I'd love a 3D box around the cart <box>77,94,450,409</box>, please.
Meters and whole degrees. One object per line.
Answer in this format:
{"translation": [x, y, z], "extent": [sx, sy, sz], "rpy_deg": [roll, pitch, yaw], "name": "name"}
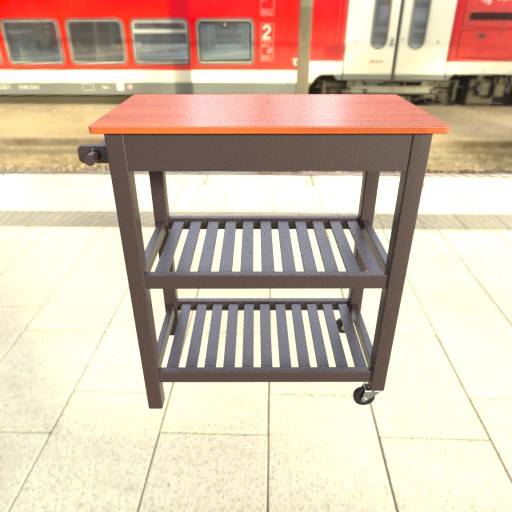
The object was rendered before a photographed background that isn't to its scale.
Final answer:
{"translation": [0.000, 0.000, 1.439], "extent": [0.899, 0.927, 0.457], "rpy_deg": [0, 29, 0], "name": "cart"}
